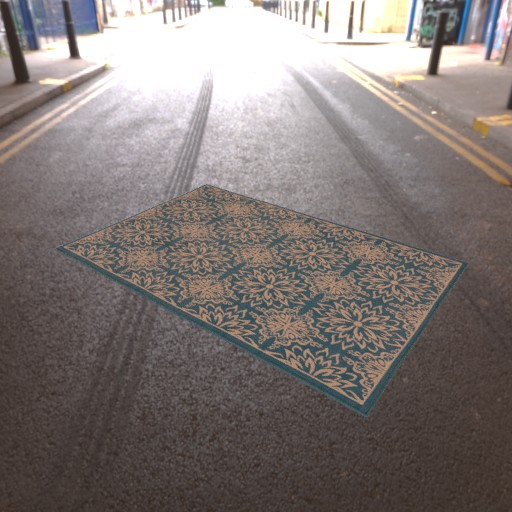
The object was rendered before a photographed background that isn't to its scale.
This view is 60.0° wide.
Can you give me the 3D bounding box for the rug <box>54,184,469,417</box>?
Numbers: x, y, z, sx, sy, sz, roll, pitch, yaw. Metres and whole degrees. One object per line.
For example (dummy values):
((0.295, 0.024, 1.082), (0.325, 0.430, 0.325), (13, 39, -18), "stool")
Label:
((0.000, 0.000, 2.338), (1.833, 0.012, 1.211), (21, 36, 32), "rug")
